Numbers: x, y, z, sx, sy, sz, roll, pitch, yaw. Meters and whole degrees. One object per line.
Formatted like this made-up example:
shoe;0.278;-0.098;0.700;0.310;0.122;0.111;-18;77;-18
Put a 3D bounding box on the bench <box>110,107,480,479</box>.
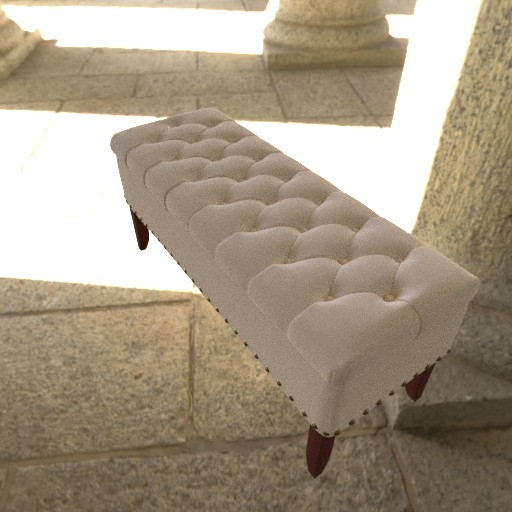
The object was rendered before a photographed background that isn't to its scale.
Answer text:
bench;0.000;0.000;1.260;0.400;0.470;1.054;-24;46;-25
